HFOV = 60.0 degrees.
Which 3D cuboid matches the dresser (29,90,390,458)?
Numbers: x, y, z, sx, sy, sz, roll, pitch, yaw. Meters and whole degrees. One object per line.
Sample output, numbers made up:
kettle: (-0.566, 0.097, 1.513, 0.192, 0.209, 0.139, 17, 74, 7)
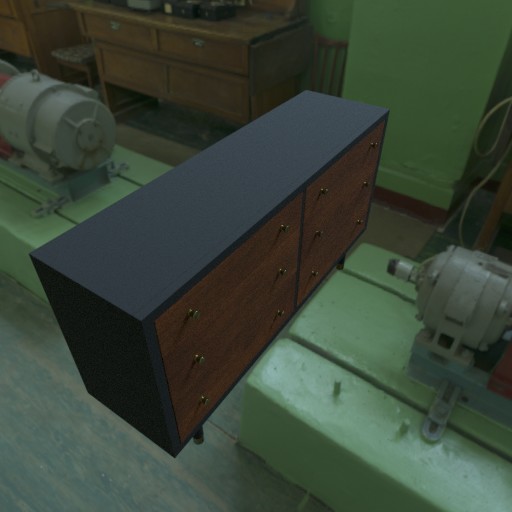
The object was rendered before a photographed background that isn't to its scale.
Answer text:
dresser: (0.000, 0.000, 1.902, 0.463, 0.872, 1.558, 24, 45, 26)
